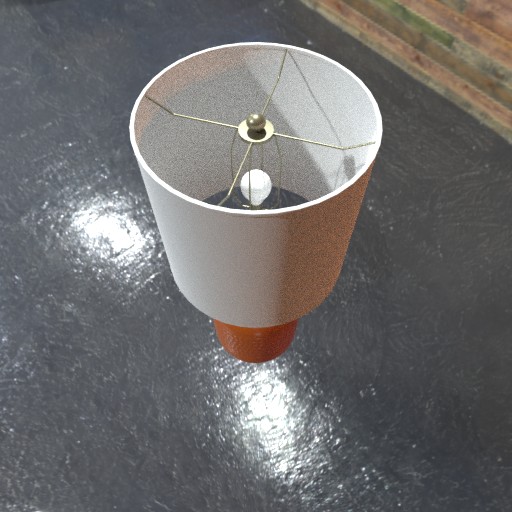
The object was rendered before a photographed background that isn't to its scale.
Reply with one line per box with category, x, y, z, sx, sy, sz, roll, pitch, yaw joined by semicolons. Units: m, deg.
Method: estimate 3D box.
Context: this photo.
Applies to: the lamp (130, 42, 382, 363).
lamp;0.000;0.000;1.106;0.418;0.871;0.418;-30;62;-18
